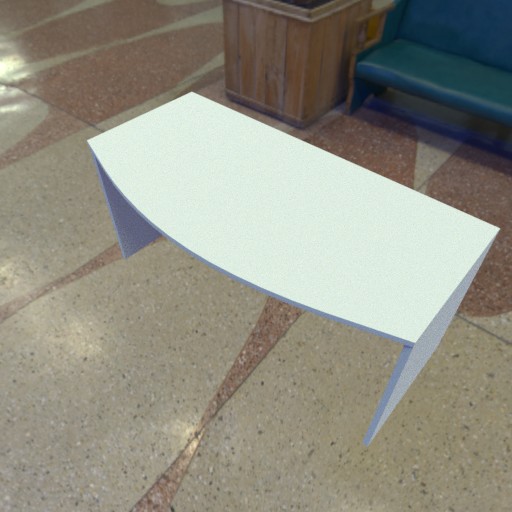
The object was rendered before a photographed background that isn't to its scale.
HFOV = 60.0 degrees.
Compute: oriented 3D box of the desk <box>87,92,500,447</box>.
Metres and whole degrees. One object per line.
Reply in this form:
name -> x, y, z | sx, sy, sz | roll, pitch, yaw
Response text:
desk -> 0.000, 0.000, 1.998 | 1.600, 0.750, 0.802 | 32, 54, 28
